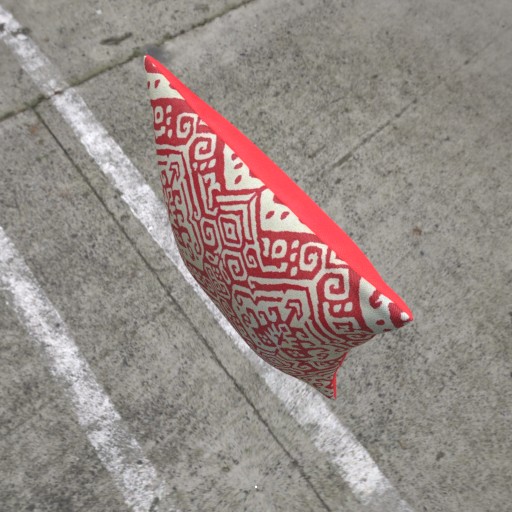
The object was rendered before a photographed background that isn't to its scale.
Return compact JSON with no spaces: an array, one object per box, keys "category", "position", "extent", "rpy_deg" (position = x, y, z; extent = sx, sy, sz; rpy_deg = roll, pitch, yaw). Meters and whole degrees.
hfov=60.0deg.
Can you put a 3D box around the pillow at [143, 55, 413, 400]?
[{"category":"pillow","position":[0.000,0.000,0.774],"extent":[0.192,0.507,0.522],"rpy_deg":[-35,68,-17]}]
